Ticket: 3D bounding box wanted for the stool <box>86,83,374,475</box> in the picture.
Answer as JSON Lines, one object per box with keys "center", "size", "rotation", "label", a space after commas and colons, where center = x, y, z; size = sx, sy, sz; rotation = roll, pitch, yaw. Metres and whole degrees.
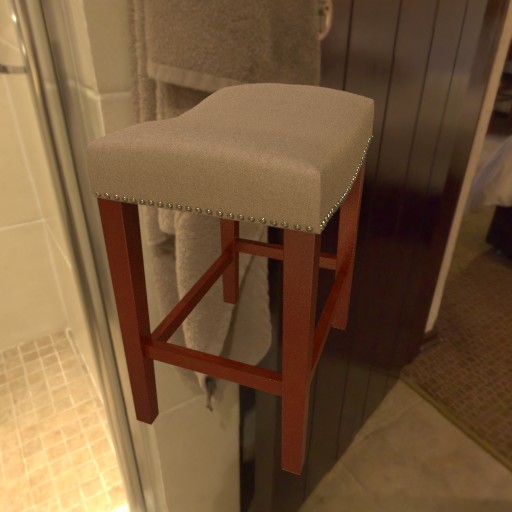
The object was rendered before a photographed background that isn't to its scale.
{"center": [0.000, 0.000, 0.949], "size": [0.375, 0.632, 0.509], "rotation": [11, 32, 18], "label": "stool"}
